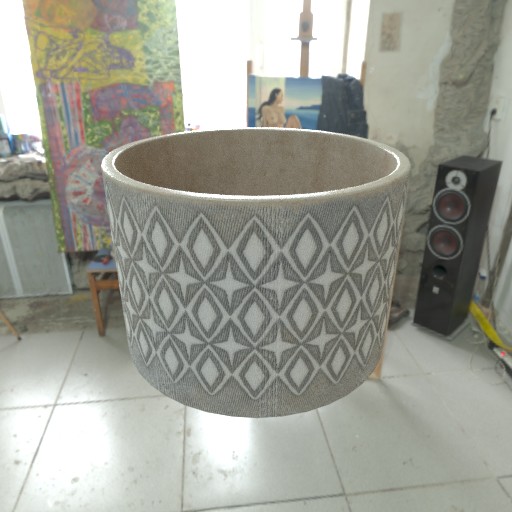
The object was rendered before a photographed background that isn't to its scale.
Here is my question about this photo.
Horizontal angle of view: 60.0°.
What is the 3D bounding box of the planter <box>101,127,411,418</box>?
[{"bbox_3d":[0.000,0.000,0.273,0.164,0.127,0.164,0,26,0],"label":"planter"}]
